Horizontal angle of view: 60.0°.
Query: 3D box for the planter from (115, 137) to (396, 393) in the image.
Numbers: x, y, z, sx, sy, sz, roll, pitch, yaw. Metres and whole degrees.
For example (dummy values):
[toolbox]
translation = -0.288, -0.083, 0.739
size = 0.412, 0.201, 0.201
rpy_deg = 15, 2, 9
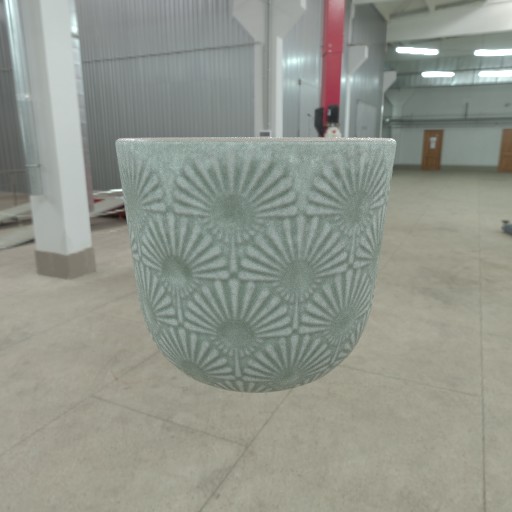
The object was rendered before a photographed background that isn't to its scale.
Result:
[planter]
translation = 0.000, 0.000, 0.298
size = 0.170, 0.152, 0.170
rpy_deg = 0, 14, 0
